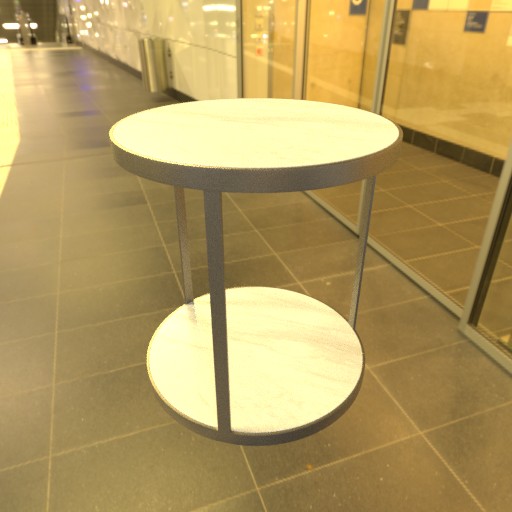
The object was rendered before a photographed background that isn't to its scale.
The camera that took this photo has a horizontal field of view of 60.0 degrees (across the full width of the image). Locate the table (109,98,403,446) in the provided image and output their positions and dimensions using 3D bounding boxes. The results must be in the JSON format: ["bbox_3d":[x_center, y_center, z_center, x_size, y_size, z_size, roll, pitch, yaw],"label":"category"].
[{"bbox_3d":[0.000,0.000,0.815,0.445,0.479,0.445,0,30,0],"label":"table"}]
